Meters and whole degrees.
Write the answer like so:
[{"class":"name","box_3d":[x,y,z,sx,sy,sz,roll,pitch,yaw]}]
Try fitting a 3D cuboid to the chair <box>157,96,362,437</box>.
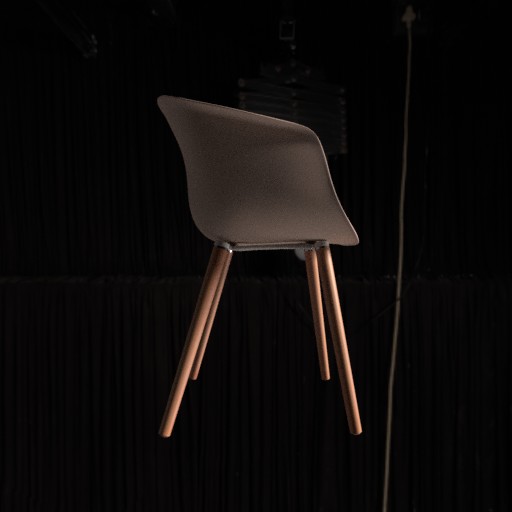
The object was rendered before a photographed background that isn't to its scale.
[{"class":"chair","box_3d":[0.000,0.000,1.177,0.504,0.781,0.593,0,1,0]}]
